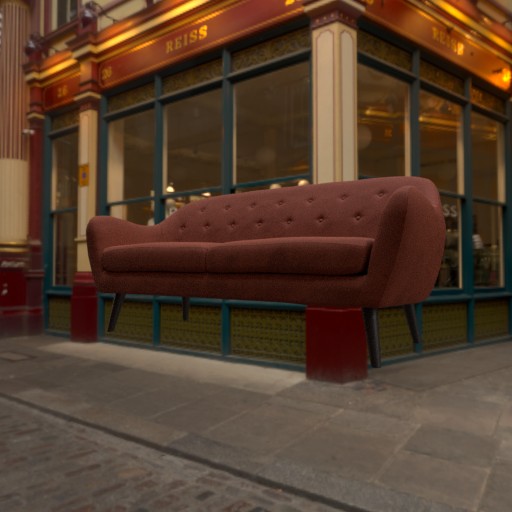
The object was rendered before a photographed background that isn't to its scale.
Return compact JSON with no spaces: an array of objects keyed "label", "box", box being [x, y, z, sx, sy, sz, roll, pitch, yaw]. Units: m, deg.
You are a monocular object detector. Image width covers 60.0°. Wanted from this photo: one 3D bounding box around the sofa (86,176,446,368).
[{"label":"sofa","box":[0.000,0.000,2.324,1.840,0.836,0.820,-1,-1,34]}]
